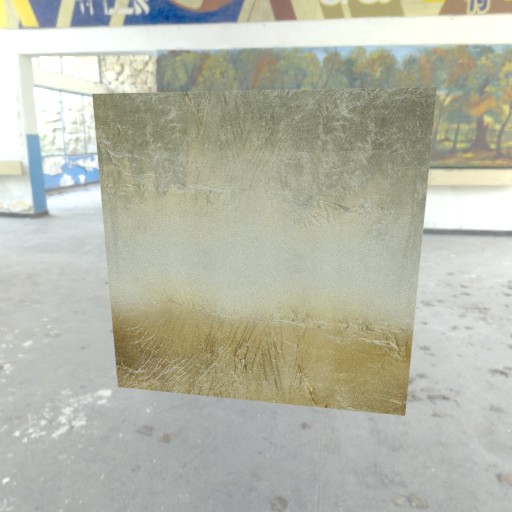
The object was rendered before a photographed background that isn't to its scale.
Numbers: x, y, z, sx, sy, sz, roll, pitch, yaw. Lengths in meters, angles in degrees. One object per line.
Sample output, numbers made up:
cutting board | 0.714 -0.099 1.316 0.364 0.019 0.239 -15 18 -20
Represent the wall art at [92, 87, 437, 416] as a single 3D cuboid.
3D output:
wall art | 0.000 0.000 0.584 0.405 0.407 0.038 3 15 10
